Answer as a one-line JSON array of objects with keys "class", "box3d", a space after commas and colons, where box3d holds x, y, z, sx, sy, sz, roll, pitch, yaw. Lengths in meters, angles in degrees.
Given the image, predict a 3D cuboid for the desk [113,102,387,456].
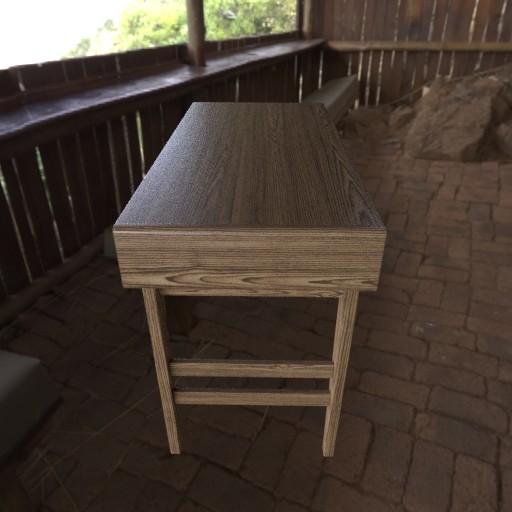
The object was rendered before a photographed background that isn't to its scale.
[{"class": "desk", "box3d": [0.000, 0.000, 1.462, 0.508, 0.755, 1.067, 1, 31, 1]}]
